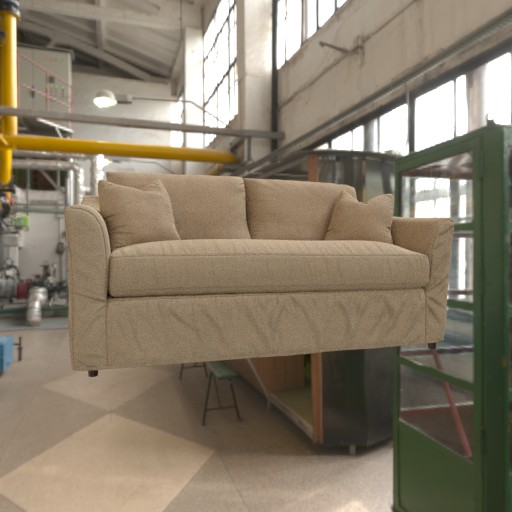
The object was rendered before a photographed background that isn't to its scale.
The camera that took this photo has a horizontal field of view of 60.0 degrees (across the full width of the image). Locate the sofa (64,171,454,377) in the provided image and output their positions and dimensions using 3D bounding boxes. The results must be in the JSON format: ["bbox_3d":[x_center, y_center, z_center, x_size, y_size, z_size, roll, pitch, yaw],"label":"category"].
[{"bbox_3d":[0.000,0.000,2.628,2.010,1.018,1.072,0,1,-17],"label":"sofa"}]
